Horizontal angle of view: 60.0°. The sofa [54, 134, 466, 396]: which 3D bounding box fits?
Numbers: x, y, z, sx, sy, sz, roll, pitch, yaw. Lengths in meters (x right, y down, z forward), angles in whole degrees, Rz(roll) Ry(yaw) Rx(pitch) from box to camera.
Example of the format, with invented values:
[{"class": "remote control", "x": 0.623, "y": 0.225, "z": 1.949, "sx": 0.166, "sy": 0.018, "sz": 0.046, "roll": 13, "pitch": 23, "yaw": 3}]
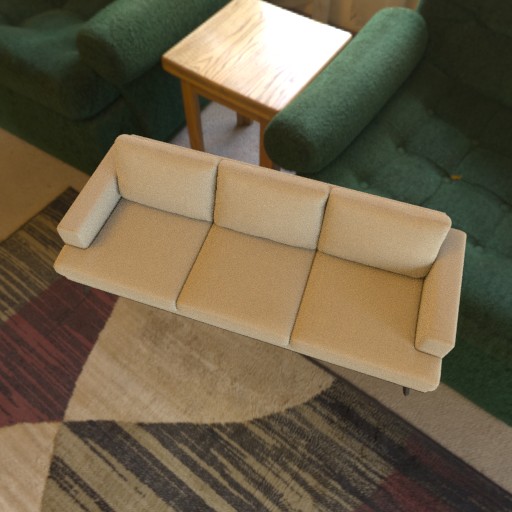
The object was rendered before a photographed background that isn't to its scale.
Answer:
[{"class": "sofa", "x": 0.000, "y": 0.000, "z": 2.694, "sx": 2.310, "sy": 0.810, "sz": 0.920, "roll": 16, "pitch": 61, "yaw": 9}]
